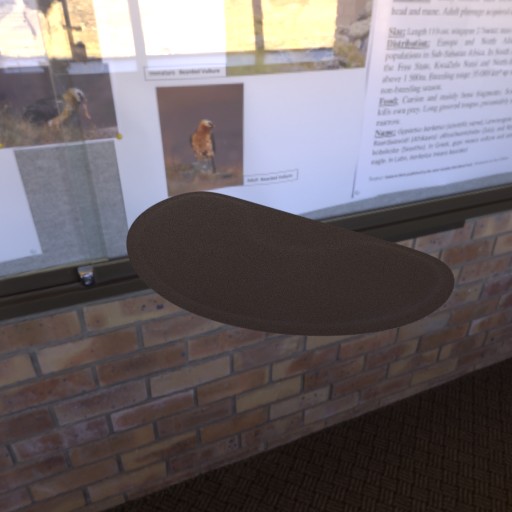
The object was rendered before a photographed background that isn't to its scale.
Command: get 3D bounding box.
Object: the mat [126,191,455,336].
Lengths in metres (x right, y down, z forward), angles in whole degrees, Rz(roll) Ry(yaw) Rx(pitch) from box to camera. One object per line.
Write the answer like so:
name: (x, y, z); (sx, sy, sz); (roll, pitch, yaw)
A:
mat: (0.000, 0.000, 1.910); (1.524, 0.013, 0.913); (20, 36, 30)
